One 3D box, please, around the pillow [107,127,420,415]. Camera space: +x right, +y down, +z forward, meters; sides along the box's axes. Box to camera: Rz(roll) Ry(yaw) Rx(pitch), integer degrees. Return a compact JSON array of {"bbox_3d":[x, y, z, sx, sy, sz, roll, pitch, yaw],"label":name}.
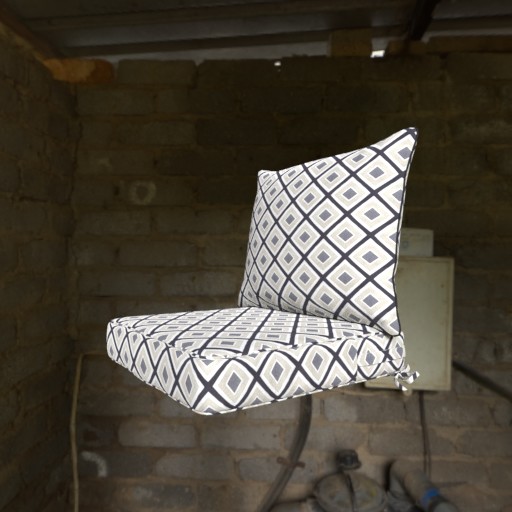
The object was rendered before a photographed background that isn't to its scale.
[{"bbox_3d":[0.000,0.000,1.371,0.733,0.722,0.798,0,0,-35],"label":"pillow"}]
